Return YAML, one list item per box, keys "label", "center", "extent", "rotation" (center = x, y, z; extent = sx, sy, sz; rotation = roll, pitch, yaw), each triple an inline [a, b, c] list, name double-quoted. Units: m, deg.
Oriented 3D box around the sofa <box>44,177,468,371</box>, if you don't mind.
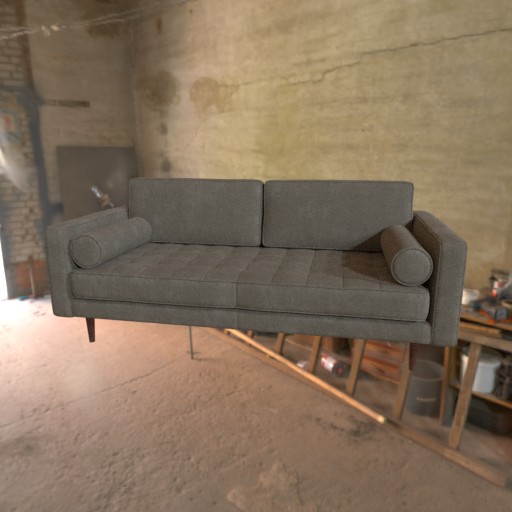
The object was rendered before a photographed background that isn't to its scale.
- label: "sofa"
  center: [0.000, 0.000, 2.327]
  extent: [1.883, 0.769, 0.920]
  rotation: [3, 14, 11]
